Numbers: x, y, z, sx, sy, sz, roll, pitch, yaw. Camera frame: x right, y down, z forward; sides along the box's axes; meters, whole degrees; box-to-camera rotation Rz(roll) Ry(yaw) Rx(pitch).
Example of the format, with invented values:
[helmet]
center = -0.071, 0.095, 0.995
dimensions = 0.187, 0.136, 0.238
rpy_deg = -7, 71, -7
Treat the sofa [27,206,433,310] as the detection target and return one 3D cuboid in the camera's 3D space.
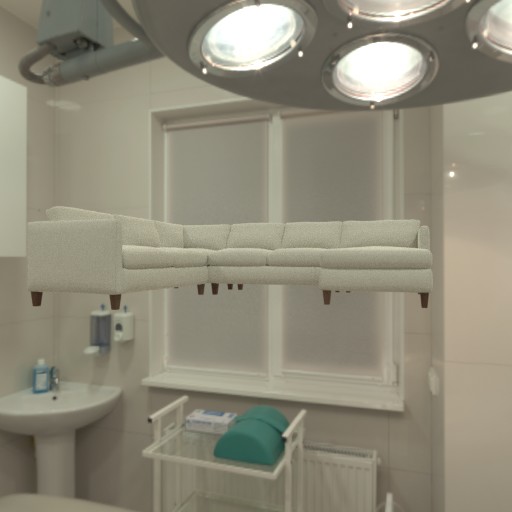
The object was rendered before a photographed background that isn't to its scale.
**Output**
[sofa]
center = 0.000, 0.000, 4.356
dimensions = 3.238, 0.853, 2.551
rpy_deg = 0, 0, 19
